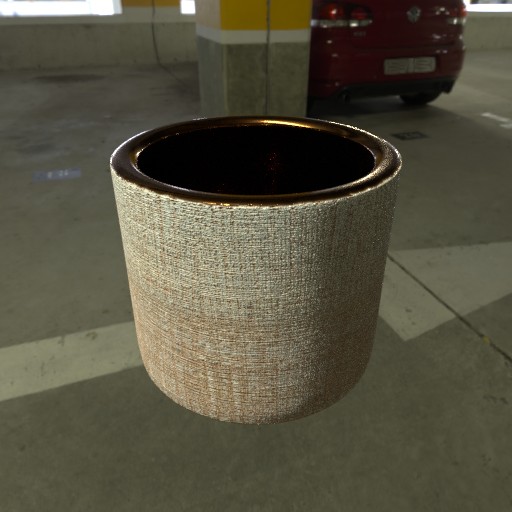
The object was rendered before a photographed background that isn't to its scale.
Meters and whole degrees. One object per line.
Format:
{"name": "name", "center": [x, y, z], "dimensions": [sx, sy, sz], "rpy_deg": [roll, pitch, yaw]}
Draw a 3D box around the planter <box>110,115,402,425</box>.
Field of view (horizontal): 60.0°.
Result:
{"name": "planter", "center": [0.000, 0.000, 0.313], "dimensions": [0.177, 0.157, 0.177], "rpy_deg": [0, 30, 0]}
